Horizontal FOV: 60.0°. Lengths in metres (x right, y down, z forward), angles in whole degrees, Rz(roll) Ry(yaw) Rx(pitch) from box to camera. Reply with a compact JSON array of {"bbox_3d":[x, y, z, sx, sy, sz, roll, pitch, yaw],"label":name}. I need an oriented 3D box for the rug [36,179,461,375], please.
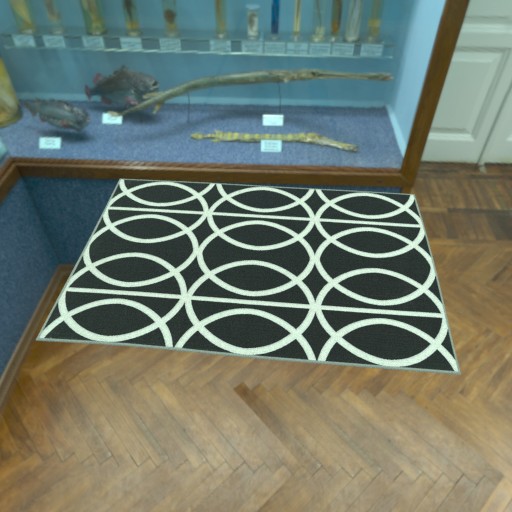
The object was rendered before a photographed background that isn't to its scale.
[{"bbox_3d":[0.000,0.000,2.890,2.290,0.014,1.526,4,45,4],"label":"rug"}]
